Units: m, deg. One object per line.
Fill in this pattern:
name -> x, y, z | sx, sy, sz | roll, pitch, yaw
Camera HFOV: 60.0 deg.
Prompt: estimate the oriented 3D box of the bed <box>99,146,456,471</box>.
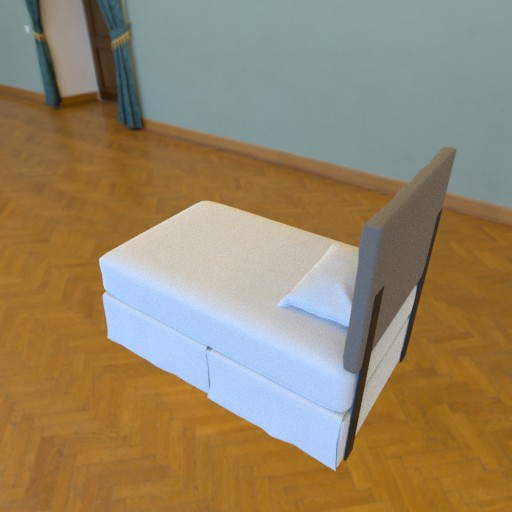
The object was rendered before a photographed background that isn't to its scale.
bed -> 0.000, 0.000, 2.983 | 1.997, 1.571, 1.261 | 21, 38, 29
